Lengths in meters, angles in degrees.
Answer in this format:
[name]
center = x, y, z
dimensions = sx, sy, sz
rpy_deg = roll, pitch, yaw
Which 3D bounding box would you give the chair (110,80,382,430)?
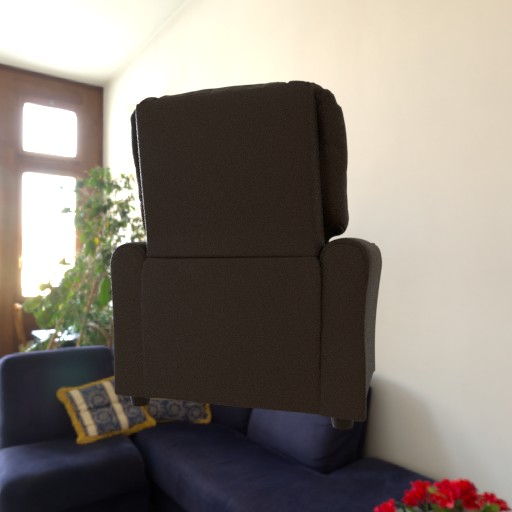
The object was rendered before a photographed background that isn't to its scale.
[chair]
center = 0.000, 0.000, 1.137
dimensions = 0.610, 0.709, 0.521
rpy_deg = 0, -1, 18
